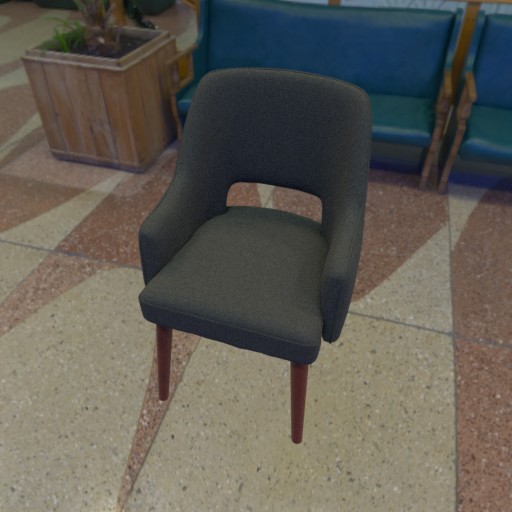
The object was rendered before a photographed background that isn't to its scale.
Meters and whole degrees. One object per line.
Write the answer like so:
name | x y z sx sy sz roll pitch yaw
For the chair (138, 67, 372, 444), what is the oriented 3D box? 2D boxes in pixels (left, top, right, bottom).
chair | 0.000 0.000 1.235 0.559 0.838 0.560 12 43 14
